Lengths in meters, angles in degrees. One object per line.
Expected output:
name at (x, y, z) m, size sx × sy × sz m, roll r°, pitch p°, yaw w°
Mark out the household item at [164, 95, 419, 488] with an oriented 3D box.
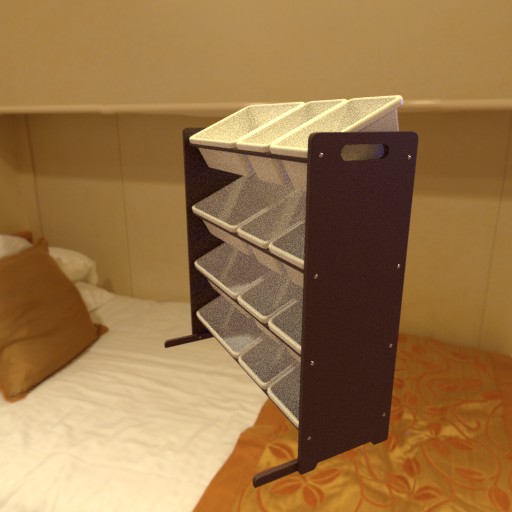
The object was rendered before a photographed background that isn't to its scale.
household item at (0.000, 0.000, 1.303) m, size 0.389 × 0.864 × 0.787 m, roll -8°, pitch 19°, yaw -26°
